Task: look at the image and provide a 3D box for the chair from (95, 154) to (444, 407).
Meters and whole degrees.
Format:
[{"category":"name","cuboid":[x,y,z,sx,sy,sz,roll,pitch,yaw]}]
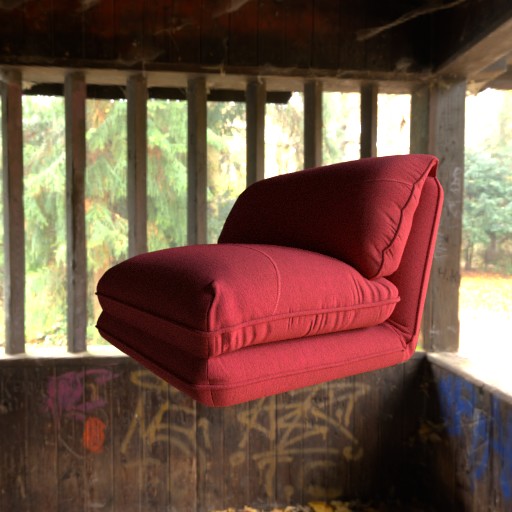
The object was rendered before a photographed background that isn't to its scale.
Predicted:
[{"category":"chair","cuboid":[0.000,0.000,1.345,0.780,0.580,0.820,-1,2,-34]}]
